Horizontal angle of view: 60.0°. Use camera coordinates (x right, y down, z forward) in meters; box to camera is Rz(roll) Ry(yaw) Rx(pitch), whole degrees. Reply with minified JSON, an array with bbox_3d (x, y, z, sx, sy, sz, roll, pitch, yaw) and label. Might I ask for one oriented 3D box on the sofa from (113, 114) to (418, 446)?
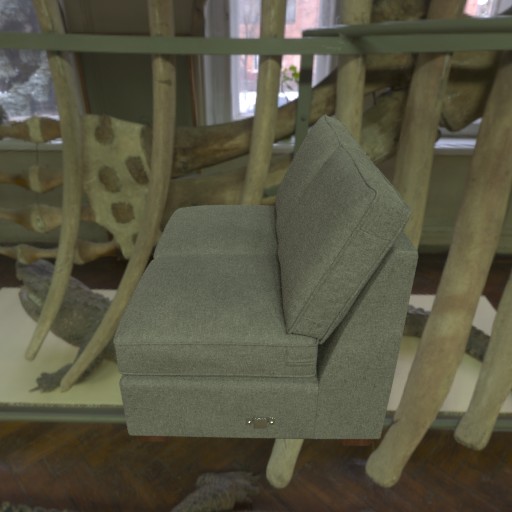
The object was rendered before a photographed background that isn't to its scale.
[{"bbox_3d":[0.000,0.000,1.958,0.951,1.008,1.237,0,28,1],"label":"sofa"}]
